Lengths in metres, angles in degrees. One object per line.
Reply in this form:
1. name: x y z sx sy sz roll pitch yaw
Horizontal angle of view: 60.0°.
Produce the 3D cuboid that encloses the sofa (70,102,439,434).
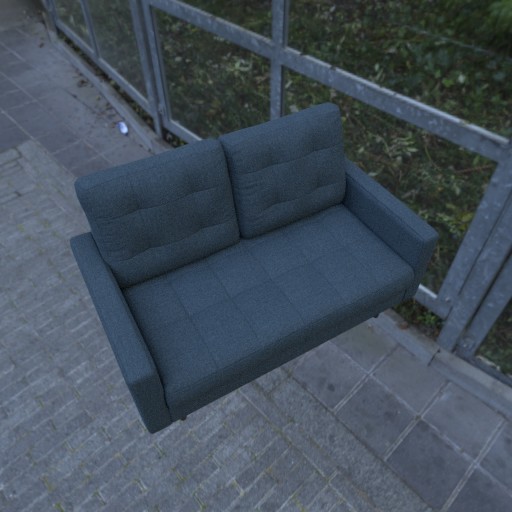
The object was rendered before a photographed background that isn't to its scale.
1. sofa: 0.000 0.000 1.981 1.407 0.907 0.842 -23 51 -20
